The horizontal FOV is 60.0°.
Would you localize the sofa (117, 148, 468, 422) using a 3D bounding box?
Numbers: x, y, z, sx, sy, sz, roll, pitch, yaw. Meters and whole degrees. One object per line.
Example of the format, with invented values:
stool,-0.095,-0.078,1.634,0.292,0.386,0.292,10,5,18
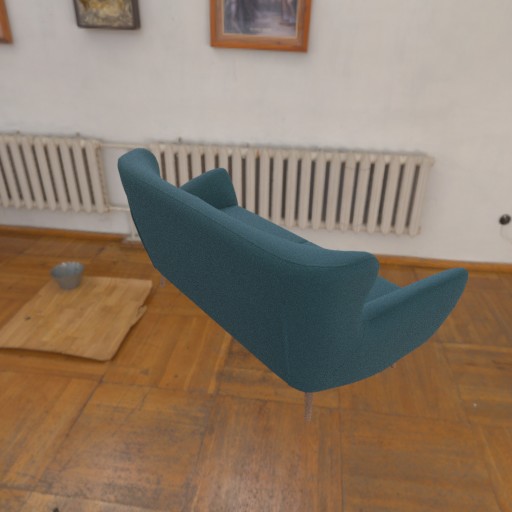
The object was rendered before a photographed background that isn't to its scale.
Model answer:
sofa,0.000,0.000,2.401,0.889,0.890,1.930,-19,33,-32
